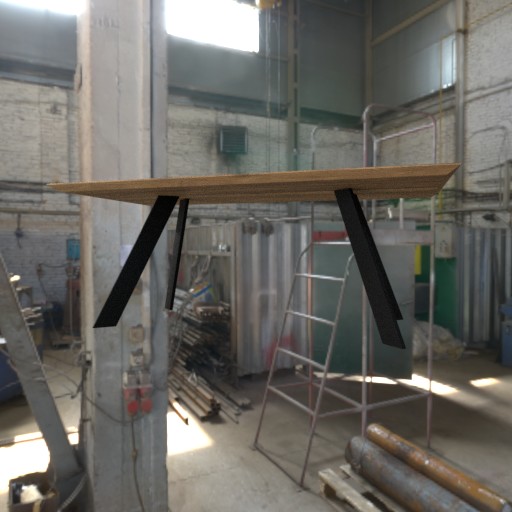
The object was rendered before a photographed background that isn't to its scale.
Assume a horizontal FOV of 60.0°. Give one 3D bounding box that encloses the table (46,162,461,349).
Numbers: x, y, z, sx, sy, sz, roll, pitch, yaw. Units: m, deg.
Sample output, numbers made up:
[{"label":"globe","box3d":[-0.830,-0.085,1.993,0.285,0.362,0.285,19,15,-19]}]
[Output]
[{"label":"table","box3d":[0.000,0.000,2.519,2.000,0.770,1.000,0,1,18]}]
